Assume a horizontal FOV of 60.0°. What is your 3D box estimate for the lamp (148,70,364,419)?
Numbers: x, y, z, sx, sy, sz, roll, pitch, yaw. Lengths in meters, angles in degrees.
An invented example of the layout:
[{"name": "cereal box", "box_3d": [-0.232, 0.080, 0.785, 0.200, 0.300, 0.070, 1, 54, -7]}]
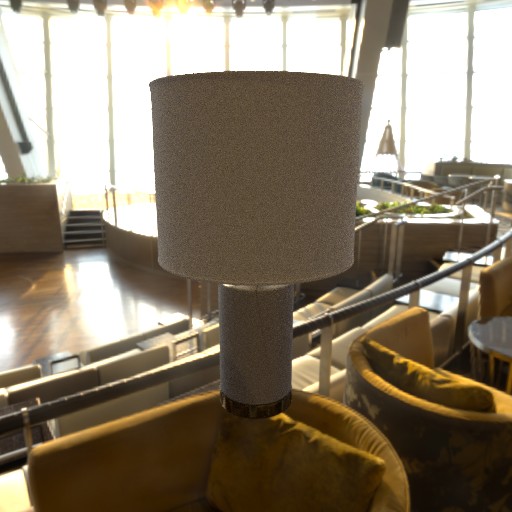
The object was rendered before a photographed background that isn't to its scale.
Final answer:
[{"name": "lamp", "box_3d": [0.000, 0.000, 0.529, 0.229, 0.380, 0.229, 0, 14, 0]}]
